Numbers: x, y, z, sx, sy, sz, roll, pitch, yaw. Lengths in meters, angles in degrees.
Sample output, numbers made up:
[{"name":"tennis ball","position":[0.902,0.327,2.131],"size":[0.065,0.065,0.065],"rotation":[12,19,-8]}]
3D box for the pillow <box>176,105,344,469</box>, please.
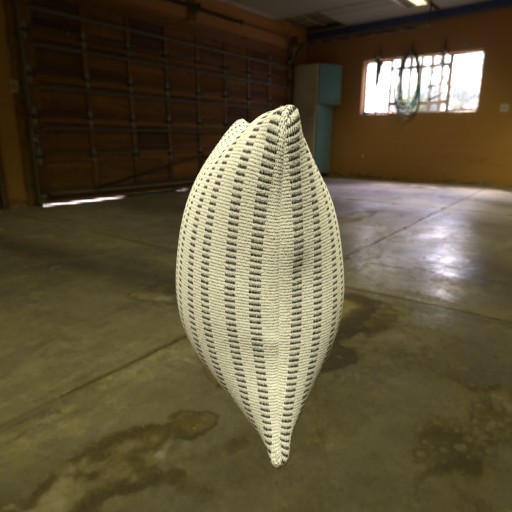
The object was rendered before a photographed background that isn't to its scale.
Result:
[{"name":"pillow","position":[0.000,0.000,0.684],"size":[0.247,0.419,0.438],"rotation":[-2,15,-8]}]
